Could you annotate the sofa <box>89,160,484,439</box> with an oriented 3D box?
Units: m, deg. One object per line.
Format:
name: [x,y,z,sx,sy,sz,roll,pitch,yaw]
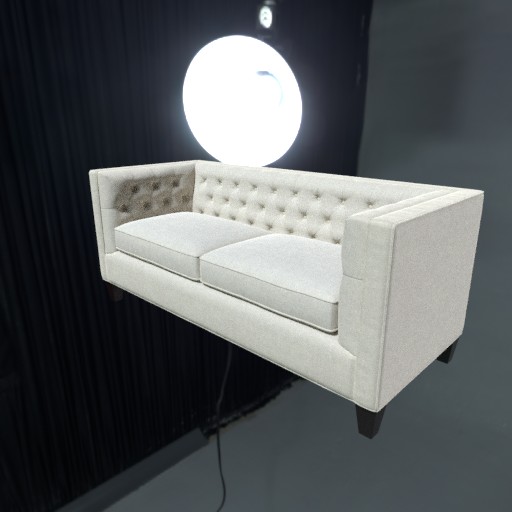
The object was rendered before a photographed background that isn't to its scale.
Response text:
sofa: [0.000,0.000,2.183,1.778,0.762,0.775,16,24,41]
